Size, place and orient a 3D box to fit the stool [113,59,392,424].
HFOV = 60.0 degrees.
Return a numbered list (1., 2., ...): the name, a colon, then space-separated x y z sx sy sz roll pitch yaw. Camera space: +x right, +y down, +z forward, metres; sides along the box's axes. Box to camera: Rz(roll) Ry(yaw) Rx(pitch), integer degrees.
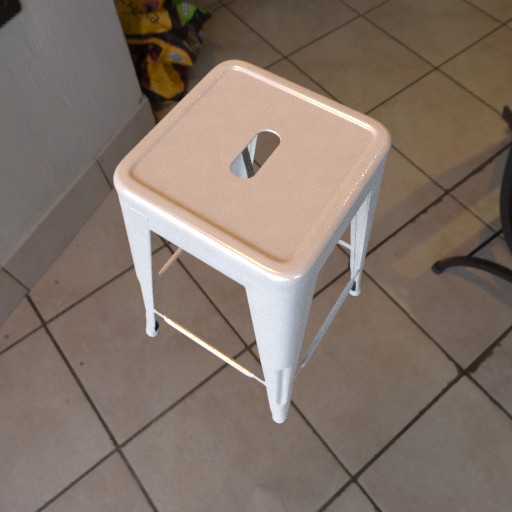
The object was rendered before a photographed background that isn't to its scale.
1. stool: 0.000 0.000 0.865 0.406 0.610 0.406 30 67 14
